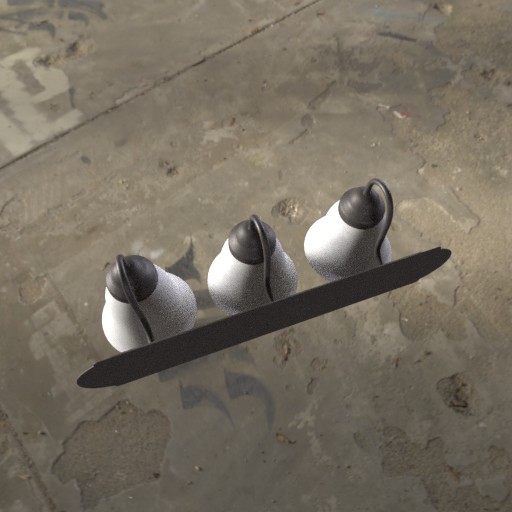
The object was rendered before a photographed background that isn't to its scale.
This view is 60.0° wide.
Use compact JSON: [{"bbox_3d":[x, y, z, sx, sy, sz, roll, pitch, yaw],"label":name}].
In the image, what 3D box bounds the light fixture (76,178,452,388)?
[{"bbox_3d":[0.000,0.000,0.707,0.610,0.222,0.199,-18,61,-10],"label":"light fixture"}]
